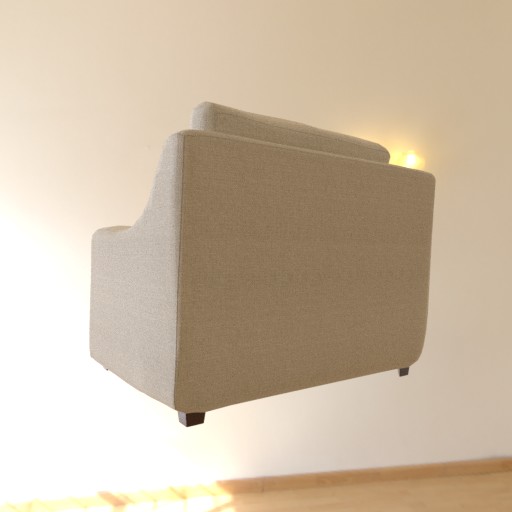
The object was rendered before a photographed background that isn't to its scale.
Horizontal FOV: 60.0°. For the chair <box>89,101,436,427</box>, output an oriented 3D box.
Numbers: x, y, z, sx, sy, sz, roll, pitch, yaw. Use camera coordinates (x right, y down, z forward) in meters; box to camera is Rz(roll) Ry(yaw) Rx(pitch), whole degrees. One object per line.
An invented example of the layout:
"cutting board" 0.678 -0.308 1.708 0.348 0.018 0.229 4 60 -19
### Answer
"chair" 0.000 0.000 1.925 1.178 1.016 1.009 0 0 -35
